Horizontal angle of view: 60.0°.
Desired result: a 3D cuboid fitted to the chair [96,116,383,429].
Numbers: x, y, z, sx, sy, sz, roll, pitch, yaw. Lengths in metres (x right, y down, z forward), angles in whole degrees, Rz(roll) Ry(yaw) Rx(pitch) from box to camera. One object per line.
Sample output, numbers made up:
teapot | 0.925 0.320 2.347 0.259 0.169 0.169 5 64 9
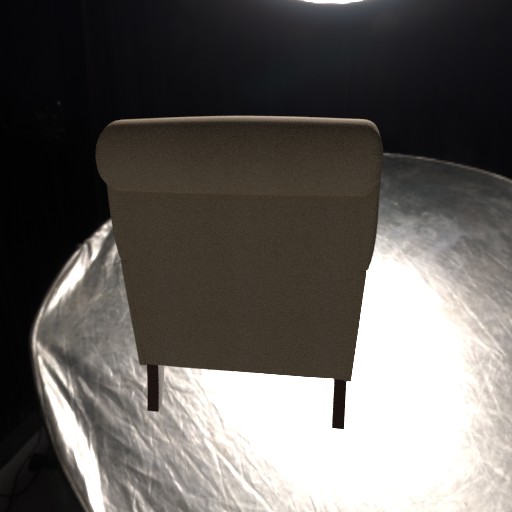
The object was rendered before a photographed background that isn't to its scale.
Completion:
chair | 0.000 0.000 1.589 0.766 0.944 0.842 2 16 8
